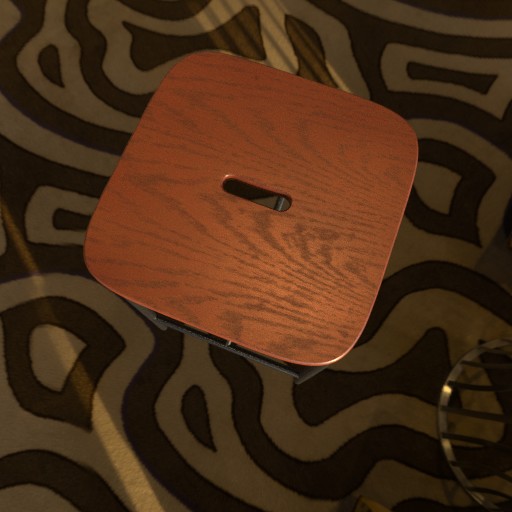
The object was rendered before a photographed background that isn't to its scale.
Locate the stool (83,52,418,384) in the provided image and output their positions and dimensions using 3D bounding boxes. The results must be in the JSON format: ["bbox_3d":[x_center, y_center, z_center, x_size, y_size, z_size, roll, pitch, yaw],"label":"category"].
[{"bbox_3d":[0.000,0.000,0.845,0.376,0.610,0.376,21,76,5],"label":"stool"}]
